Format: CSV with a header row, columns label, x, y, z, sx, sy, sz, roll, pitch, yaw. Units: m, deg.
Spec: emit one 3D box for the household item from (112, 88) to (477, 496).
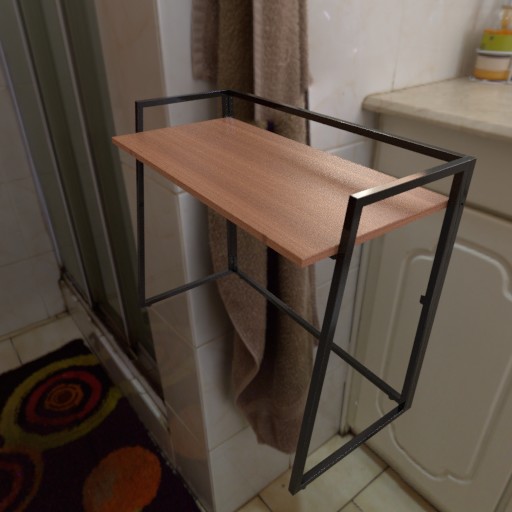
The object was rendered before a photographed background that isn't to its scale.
label,x,y,z,sx,sy,sz,roll,pitch,yaw
household item,0.000,0.000,1.483,0.510,0.860,1.050,-21,37,-30
